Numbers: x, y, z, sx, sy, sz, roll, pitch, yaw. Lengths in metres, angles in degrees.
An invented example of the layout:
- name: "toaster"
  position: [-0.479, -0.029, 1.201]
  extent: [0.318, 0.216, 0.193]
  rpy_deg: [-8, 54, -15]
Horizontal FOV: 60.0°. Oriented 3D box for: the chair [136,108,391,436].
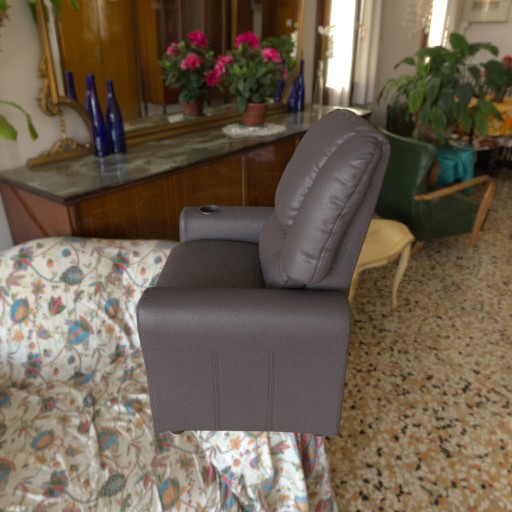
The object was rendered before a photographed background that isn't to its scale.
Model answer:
- name: "chair"
  position: [0.000, 0.000, 1.141]
  extent: [0.521, 0.709, 0.610]
  rpy_deg: [0, 26, 1]
